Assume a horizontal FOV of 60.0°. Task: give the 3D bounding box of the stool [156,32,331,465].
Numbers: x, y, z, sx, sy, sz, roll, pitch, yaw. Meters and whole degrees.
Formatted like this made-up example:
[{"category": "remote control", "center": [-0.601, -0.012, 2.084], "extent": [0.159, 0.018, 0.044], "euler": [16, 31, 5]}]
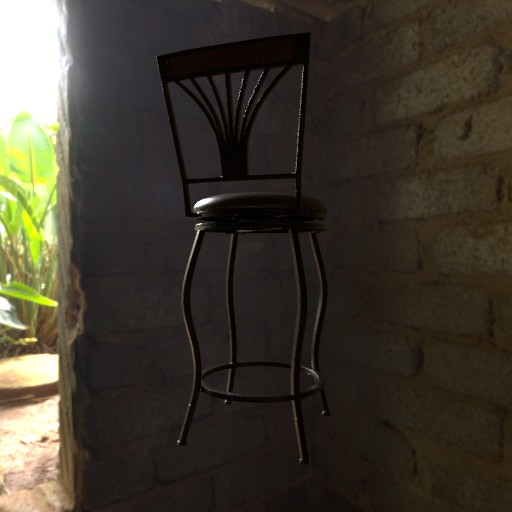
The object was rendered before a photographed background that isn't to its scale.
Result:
[{"category": "stool", "center": [0.000, 0.000, 1.384], "extent": [0.433, 1.117, 0.514], "euler": [0, 1, 18]}]
